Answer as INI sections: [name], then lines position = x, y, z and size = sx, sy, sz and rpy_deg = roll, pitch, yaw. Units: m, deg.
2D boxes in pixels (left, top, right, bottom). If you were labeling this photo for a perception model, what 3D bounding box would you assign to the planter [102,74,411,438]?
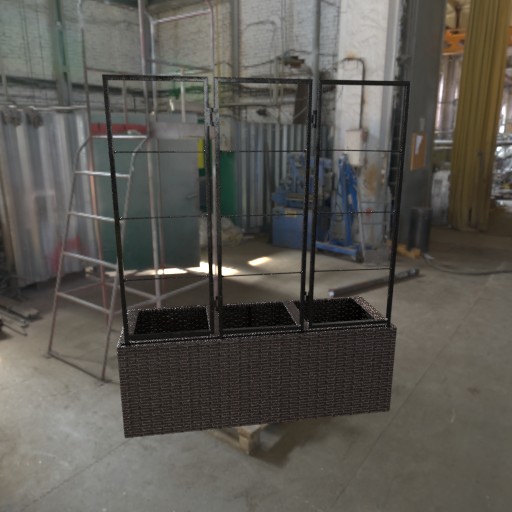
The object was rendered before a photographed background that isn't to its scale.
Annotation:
[planter]
position = 0.000, 0.000, 1.155
size = 0.699, 0.841, 0.244
rpy_deg = -2, 15, -9
